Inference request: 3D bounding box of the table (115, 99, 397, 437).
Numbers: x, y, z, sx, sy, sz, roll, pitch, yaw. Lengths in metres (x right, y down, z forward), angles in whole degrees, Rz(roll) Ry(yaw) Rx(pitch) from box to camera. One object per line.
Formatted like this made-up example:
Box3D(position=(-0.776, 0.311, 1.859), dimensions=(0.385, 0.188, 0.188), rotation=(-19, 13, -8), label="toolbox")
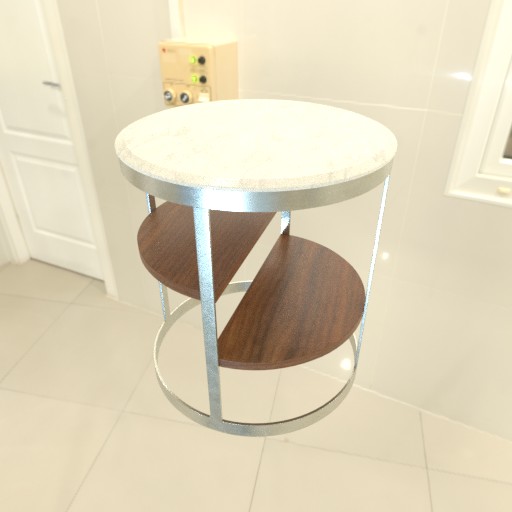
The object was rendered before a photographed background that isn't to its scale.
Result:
Box3D(position=(0.000, 0.000, 0.777), dimensions=(0.407, 0.447, 0.407), rotation=(0, 32, 0), label="table")
